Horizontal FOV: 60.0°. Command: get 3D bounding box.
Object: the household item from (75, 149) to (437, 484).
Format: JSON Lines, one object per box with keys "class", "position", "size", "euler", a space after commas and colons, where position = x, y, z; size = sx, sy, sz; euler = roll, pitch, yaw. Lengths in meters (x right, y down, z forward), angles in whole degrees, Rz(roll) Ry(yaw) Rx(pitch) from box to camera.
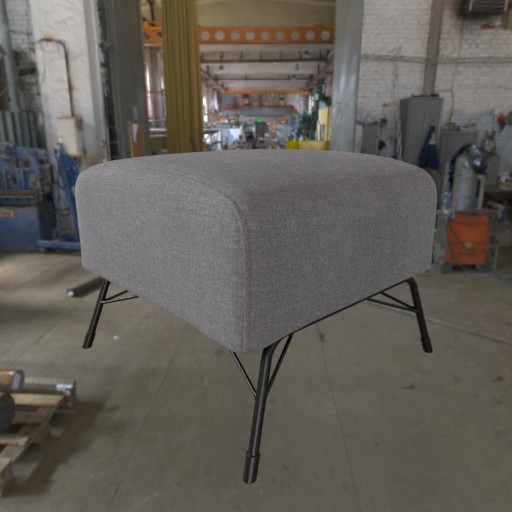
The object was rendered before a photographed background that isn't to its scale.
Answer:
{"class": "household item", "position": [0.000, 0.000, 0.882], "size": [0.530, 0.410, 0.530], "euler": [-15, 22, -42]}
